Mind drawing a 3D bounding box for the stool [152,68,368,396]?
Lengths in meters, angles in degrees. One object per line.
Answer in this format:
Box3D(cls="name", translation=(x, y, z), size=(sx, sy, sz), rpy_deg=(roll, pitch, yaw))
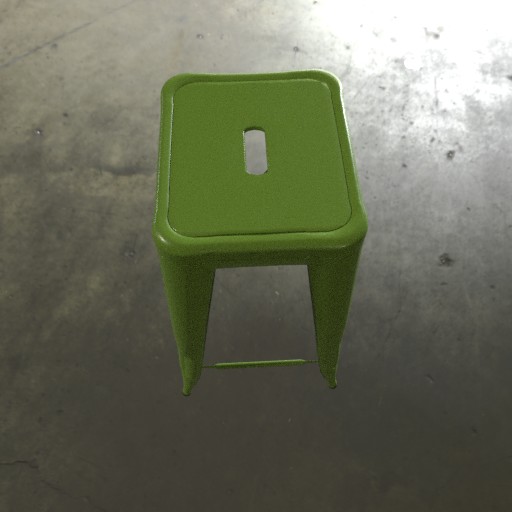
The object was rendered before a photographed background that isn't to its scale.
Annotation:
Box3D(cls="stool", translation=(0.000, 0.000, 0.836), size=(0.358, 0.609, 0.398), rpy_deg=(-2, 63, -1))
